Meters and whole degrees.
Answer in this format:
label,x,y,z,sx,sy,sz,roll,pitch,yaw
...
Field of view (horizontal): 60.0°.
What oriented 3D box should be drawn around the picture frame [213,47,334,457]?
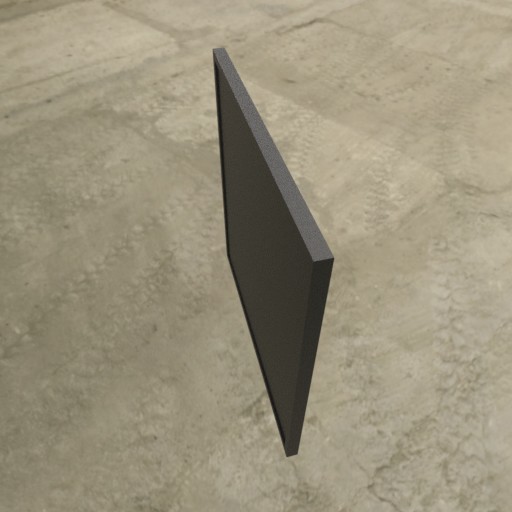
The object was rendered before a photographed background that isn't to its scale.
label,x,y,z,sx,sy,sz,roll,pitch,yaw
picture frame,0.000,0.000,1.171,0.032,0.775,0.775,-11,47,-10
